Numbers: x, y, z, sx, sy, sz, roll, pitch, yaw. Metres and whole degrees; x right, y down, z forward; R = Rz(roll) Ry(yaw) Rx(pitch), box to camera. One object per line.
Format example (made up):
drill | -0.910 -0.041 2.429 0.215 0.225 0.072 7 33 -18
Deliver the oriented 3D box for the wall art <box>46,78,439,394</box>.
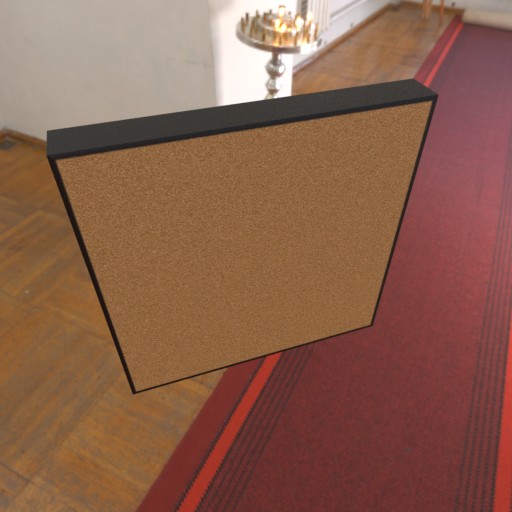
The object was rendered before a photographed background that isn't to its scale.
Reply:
wall art | 0.000 0.000 0.443 0.304 0.303 0.037 -13 44 -14
